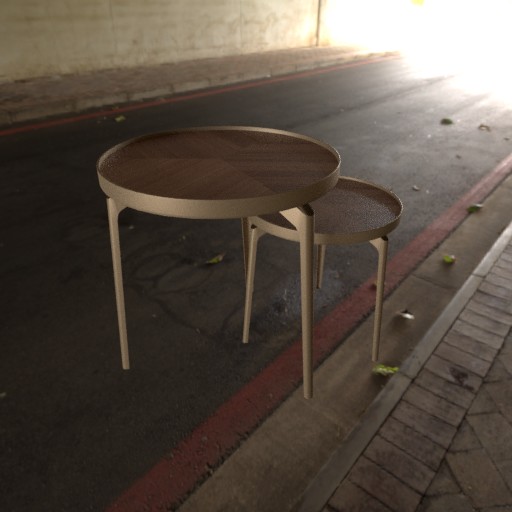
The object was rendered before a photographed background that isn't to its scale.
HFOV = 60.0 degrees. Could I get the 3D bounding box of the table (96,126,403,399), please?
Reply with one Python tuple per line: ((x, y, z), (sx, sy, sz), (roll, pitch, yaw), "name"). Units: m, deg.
((0.000, 0.000, 1.153), (0.751, 0.555, 0.532), (-9, 31, -16), "table")
